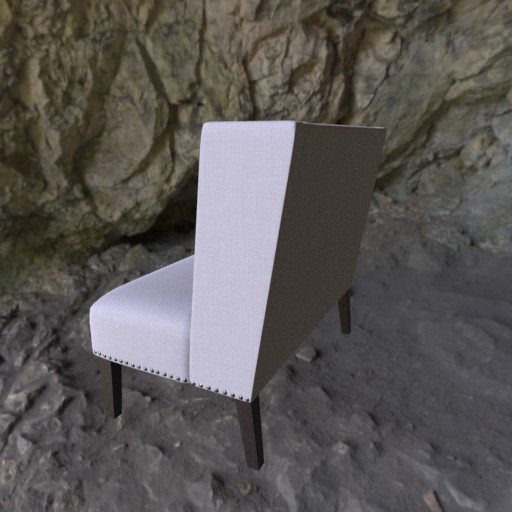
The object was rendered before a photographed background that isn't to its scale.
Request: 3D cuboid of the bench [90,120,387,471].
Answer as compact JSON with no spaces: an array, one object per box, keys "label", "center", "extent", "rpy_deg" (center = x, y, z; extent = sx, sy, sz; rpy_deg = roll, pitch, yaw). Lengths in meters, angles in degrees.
[{"label":"bench","center":[0.000,0.000,1.994],"extent":[0.847,1.123,1.280],"rpy_deg":[7,17,25]}]
